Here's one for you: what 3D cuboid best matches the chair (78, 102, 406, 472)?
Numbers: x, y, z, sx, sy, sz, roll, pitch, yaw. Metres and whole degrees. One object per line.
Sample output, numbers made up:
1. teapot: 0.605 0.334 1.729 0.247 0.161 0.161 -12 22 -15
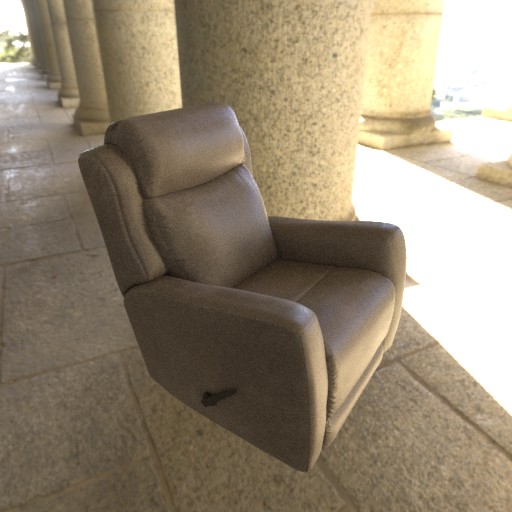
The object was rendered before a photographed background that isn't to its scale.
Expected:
1. chair: 0.000 0.000 1.874 1.068 1.116 0.967 17 32 30
